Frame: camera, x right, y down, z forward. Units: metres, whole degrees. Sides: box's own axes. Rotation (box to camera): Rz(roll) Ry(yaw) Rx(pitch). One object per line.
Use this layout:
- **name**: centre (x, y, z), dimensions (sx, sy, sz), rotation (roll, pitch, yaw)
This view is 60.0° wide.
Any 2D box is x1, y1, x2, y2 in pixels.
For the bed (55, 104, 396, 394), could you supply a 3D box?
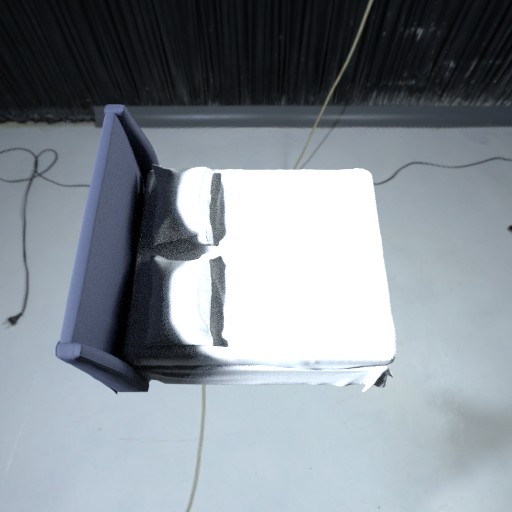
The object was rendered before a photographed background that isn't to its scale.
- **bed**: centre (0.000, 0.000, 3.470), dimensions (2.276, 1.332, 1.925), rotation (0, 64, 0)
